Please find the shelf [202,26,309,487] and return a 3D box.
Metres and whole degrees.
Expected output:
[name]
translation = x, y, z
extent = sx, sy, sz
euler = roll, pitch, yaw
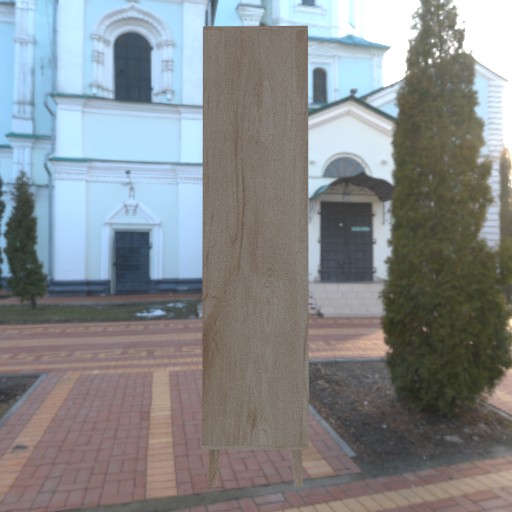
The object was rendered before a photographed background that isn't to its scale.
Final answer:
[shelf]
translation = 0.000, 0.000, 2.133
extent = 0.450, 1.960, 0.510
euler = 0, -1, 1
